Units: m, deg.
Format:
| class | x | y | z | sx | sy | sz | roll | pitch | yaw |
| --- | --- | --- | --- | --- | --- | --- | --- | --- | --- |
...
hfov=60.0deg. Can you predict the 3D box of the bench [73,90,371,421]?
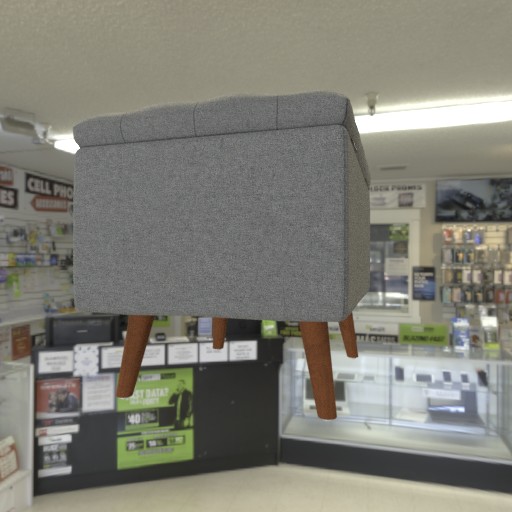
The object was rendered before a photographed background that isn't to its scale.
| class | x | y | z | sx | sy | sz | roll | pitch | yaw |
| --- | --- | --- | --- | --- | --- | --- | --- | --- | --- |
| bench | 0.000 | 0.000 | 0.876 | 0.417 | 0.469 | 0.572 | 0 | -1 | 17 |
